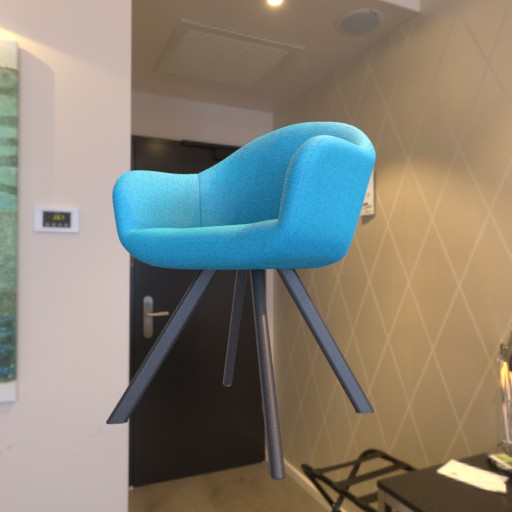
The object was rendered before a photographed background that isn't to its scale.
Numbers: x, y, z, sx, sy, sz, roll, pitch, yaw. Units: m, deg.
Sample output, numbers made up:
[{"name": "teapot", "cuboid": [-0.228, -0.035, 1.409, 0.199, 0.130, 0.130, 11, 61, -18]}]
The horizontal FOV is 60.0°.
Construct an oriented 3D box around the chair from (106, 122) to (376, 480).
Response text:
[{"name": "chair", "cuboid": [0.000, 0.000, 1.141, 0.590, 0.795, 0.550, -1, -2, 35]}]
